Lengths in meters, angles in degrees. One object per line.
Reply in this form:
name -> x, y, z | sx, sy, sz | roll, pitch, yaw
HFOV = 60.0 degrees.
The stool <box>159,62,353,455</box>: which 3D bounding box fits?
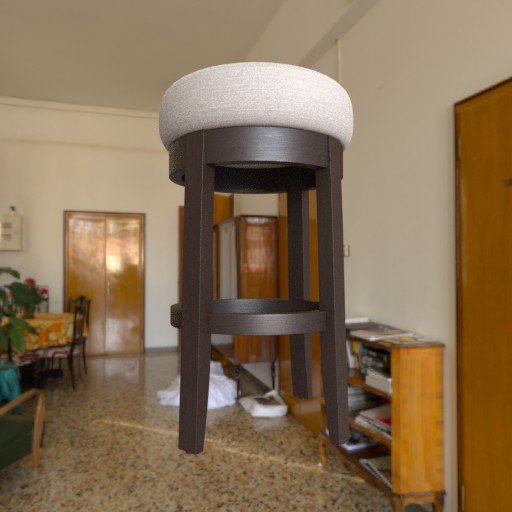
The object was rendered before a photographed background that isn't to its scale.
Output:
stool -> 0.000, 0.000, 1.025 | 0.443, 0.757, 0.443 | 0, -1, 0
